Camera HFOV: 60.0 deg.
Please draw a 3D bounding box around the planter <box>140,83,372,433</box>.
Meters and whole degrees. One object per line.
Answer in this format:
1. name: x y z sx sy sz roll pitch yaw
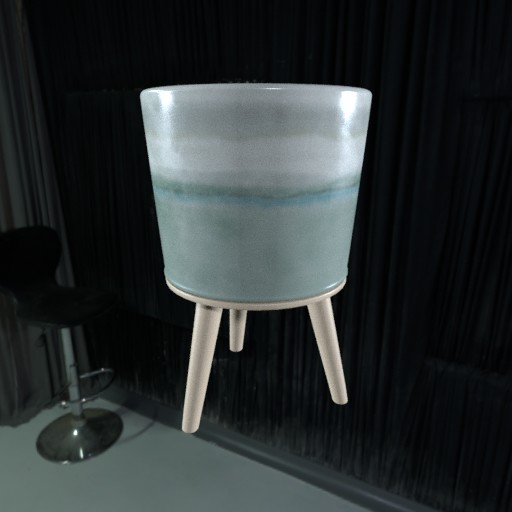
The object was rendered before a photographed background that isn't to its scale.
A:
1. planter: 0.000 0.000 0.580 0.265 0.404 0.265 8 19 25
